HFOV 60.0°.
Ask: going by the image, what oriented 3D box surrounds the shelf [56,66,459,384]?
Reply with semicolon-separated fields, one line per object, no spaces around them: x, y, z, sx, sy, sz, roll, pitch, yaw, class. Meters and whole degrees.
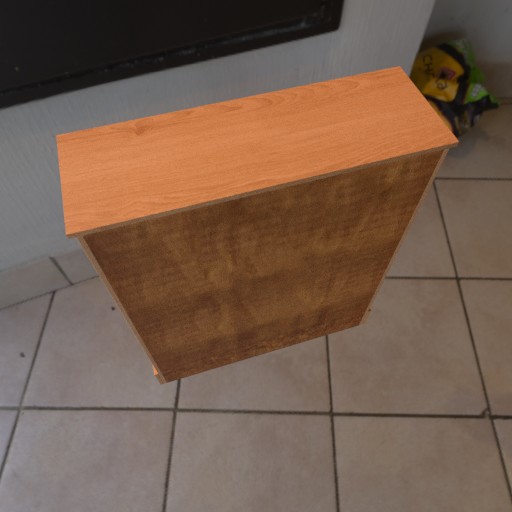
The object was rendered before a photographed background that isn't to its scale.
0.000;0.000;1.390;0.840;0.980;0.291;-15;59;-9;shelf
